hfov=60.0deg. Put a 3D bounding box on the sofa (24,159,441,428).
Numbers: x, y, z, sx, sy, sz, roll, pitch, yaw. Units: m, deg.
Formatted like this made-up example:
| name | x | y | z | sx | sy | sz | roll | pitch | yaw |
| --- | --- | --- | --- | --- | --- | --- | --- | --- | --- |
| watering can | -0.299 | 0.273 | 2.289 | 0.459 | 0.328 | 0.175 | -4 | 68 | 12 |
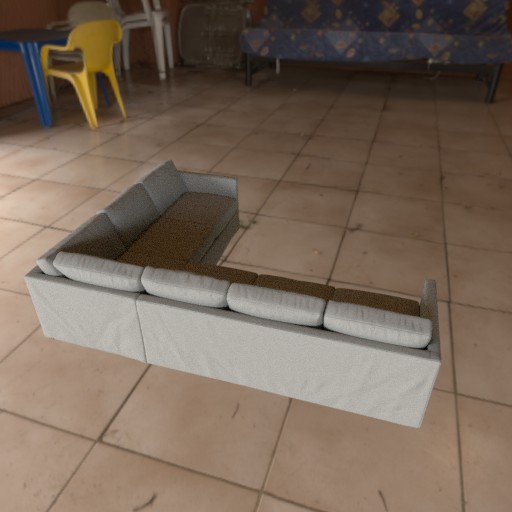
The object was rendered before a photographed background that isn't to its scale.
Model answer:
| name | x | y | z | sx | sy | sz | roll | pitch | yaw |
| --- | --- | --- | --- | --- | --- | --- | --- | --- | --- |
| sofa | 0.000 | 0.000 | 4.257 | 3.182 | 0.871 | 2.432 | 9 | 34 | 14 |
